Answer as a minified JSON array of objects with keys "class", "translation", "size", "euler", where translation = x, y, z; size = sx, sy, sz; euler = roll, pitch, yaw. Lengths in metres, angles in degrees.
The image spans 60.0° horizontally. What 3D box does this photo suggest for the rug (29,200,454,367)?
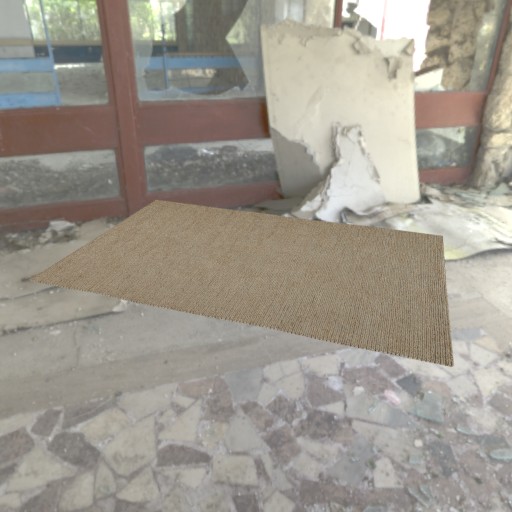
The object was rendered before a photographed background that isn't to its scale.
[{"class":"rug","translation":[0.000,0.000,3.025],"size":[2.439,0.011,1.533],"euler":[9,28,17]}]
